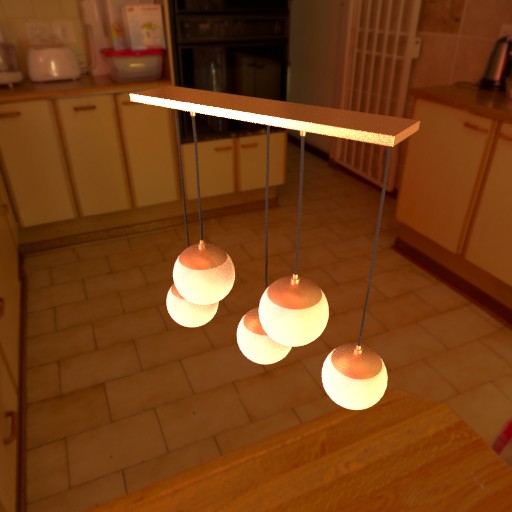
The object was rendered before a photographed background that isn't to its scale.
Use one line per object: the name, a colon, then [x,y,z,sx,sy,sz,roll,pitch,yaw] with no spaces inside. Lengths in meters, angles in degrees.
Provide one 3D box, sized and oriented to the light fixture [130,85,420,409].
light fixture: [0.000,0.000,1.322,0.863,0.869,0.299,20,36,30]
